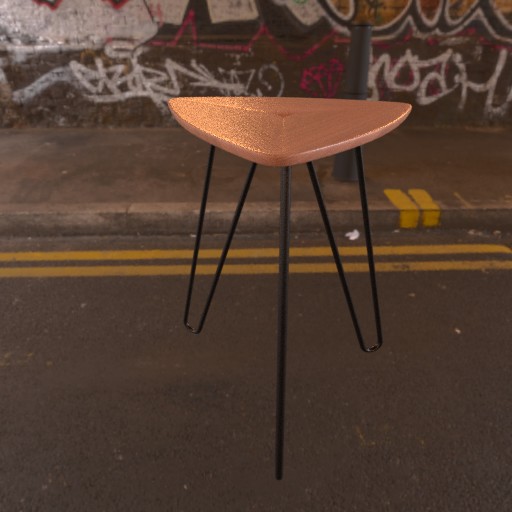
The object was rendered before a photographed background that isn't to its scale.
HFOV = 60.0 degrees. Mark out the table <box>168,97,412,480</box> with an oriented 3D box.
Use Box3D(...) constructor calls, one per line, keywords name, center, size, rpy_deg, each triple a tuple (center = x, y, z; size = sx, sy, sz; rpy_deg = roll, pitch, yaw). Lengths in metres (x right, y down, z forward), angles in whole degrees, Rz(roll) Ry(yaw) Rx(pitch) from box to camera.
Box3D(name="table", center=(0.000, 0.000, 0.885), size=(0.455, 0.564, 0.442), rpy_deg=(19, 34, 32))
